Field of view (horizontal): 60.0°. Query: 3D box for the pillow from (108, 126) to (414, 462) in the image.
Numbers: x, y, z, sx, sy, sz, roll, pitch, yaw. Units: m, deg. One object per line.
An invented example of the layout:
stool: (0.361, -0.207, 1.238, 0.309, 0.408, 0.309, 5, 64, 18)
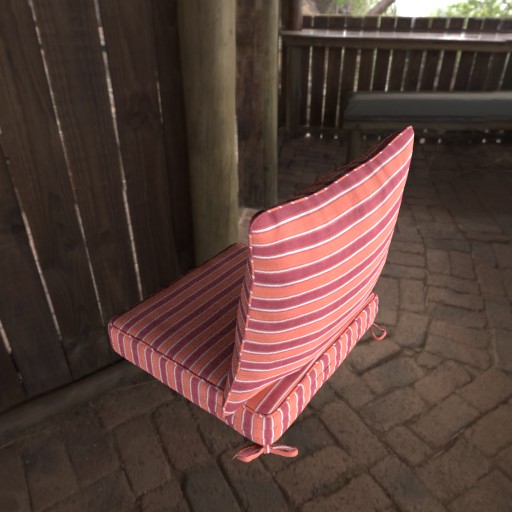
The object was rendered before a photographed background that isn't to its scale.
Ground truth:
pillow: (0.000, 0.000, 1.361, 0.733, 0.723, 0.799, 21, 37, 31)
